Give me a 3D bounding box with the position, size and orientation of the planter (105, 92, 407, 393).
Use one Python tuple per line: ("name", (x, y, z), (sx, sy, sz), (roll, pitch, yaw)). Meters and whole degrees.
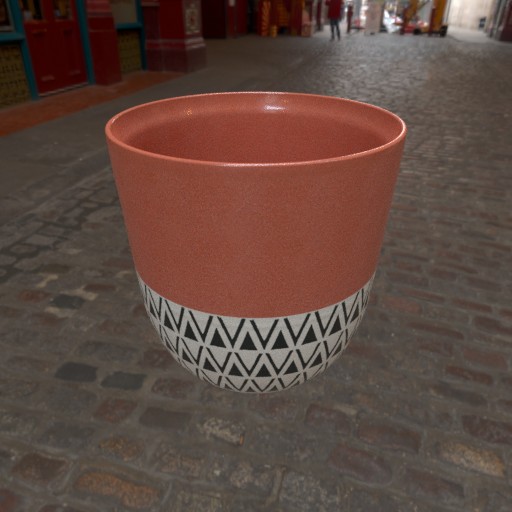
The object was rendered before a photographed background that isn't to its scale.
("planter", (0.000, 0.000, 0.351), (0.195, 0.214, 0.195), (0, 30, 0))
